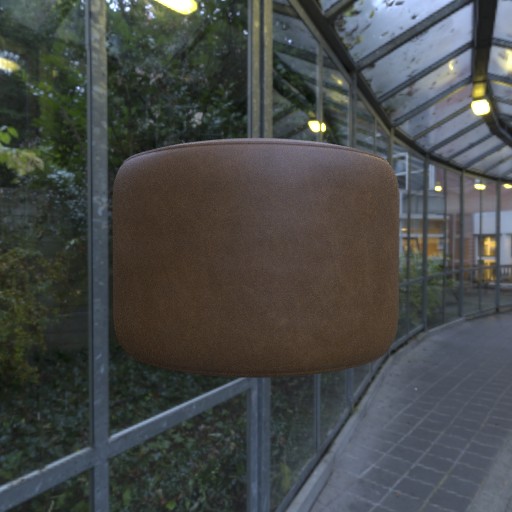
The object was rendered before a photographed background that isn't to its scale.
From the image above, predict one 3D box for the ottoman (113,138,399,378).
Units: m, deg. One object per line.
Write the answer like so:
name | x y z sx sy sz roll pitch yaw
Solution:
ottoman | 0.000 0.000 0.988 0.607 0.438 0.607 0 1 0
